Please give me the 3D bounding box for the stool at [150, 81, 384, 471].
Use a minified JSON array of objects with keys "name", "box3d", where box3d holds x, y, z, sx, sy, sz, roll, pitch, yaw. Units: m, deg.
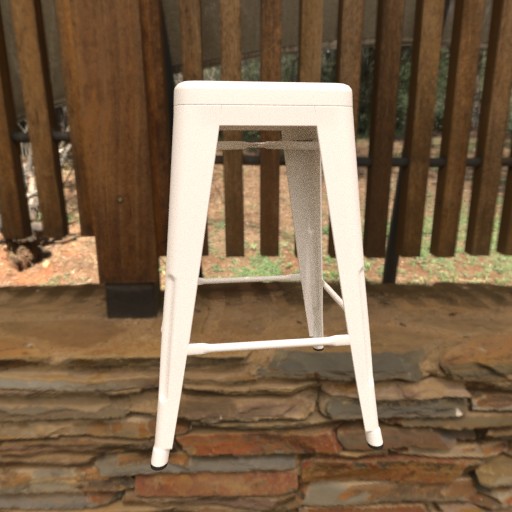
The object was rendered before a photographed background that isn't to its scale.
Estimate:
[{"name":"stool","box3d":[0.000,0.000,0.869,0.406,0.610,0.406,-2,15,-7]}]
